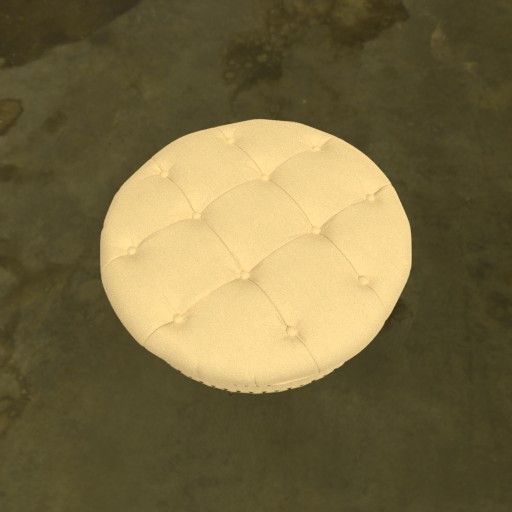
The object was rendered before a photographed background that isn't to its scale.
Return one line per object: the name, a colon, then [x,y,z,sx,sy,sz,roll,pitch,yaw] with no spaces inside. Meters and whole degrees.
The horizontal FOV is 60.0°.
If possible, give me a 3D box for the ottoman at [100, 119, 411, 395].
ottoman: [0.000,0.000,1.418,0.901,0.439,0.901,0,59,0]
